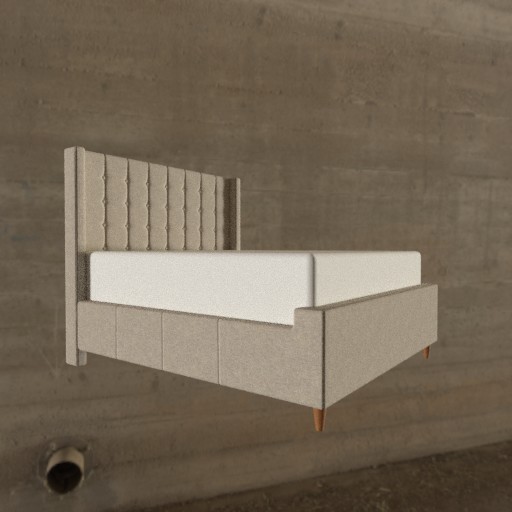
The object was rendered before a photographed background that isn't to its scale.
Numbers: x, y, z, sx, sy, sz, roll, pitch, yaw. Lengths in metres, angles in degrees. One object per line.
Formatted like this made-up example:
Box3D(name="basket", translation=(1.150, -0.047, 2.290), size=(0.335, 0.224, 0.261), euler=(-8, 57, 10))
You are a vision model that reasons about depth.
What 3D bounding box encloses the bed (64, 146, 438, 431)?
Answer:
Box3D(name="bed", translation=(0.000, 0.000, 3.690), size=(2.370, 1.743, 2.045), euler=(1, 1, 37))
